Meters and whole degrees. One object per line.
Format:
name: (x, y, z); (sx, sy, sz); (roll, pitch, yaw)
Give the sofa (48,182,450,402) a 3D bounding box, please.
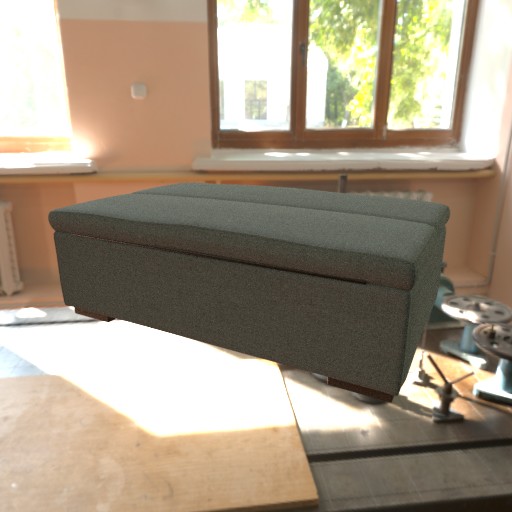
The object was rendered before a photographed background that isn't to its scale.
sofa: (0.000, 0.000, 1.661); (1.250, 0.434, 0.817); (9, 19, 27)
